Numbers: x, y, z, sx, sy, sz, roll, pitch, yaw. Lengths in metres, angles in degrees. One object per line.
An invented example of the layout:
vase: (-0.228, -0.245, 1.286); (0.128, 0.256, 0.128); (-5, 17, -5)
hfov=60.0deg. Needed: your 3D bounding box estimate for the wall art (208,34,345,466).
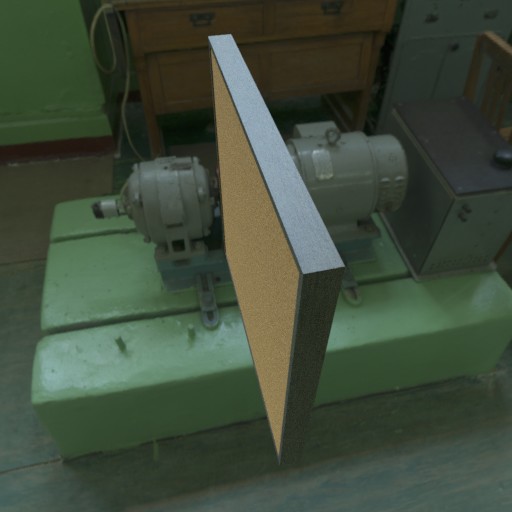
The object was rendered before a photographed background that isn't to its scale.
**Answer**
wall art: (0.000, 0.000, 0.731); (0.037, 0.507, 0.507); (-10, 49, -9)
